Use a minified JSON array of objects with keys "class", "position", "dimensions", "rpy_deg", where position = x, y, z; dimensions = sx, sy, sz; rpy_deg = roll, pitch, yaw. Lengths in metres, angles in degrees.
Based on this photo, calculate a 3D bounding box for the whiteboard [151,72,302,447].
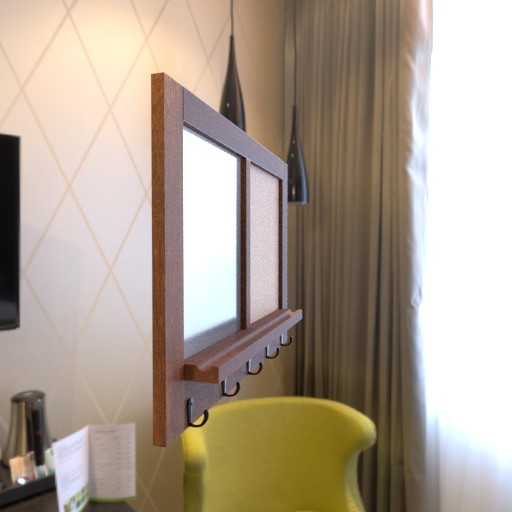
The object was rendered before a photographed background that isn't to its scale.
[{"class":"whiteboard","position":[0.000,0.000,1.027],"dimensions":[0.083,0.559,0.783],"rpy_deg":[0,1,17]}]
